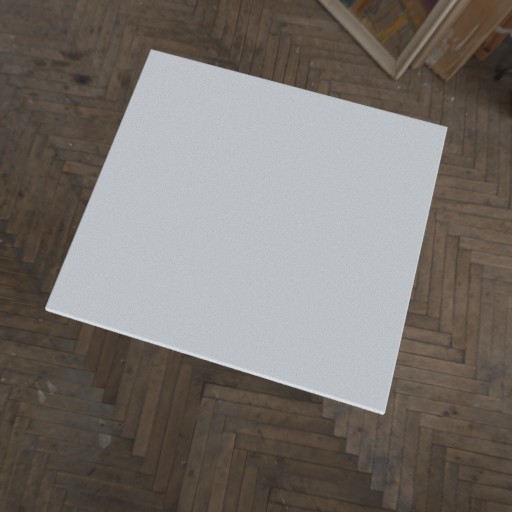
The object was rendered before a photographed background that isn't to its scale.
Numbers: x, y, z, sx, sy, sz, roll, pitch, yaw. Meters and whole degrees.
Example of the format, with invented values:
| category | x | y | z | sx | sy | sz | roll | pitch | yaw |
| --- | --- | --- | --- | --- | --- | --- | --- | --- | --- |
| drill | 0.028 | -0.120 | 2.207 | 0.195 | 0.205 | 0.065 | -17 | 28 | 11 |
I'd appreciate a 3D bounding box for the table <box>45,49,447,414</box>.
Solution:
| category | x | y | z | sx | sy | sz | roll | pitch | yaw |
| --- | --- | --- | --- | --- | --- | --- | --- | --- | --- |
| table | 0.000 | 0.000 | 0.786 | 0.420 | 0.460 | 0.380 | 16 | 77 | 4 |
